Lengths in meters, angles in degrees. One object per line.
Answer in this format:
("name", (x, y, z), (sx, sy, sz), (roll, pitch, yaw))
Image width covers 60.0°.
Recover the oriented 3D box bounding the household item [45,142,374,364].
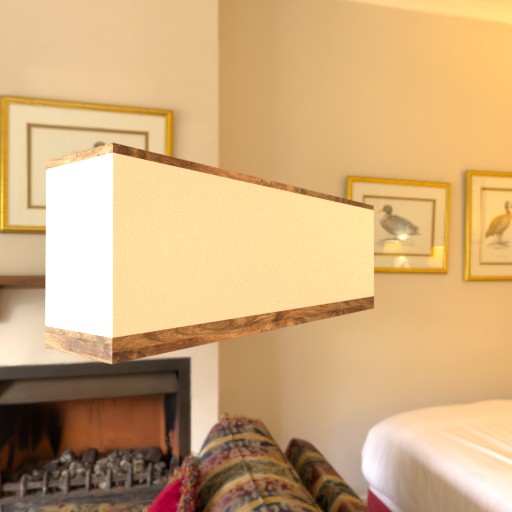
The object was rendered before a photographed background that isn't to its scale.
("household item", (0.000, 0.000, 2.059), (0.390, 0.615, 1.800), (0, -1, 38))
